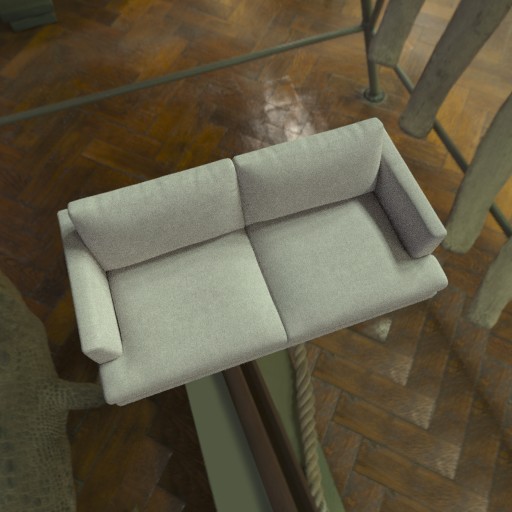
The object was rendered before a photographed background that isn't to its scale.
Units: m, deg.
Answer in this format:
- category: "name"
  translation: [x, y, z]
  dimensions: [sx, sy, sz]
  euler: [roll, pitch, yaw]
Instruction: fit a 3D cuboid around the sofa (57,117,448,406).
- category: "sofa"
  translation: [0.000, 0.000, 2.519]
  dimensions: [1.948, 0.868, 1.020]
  euler: [-17, 66, -8]
